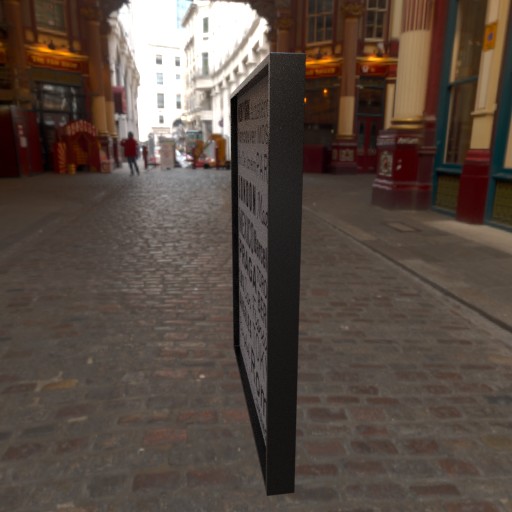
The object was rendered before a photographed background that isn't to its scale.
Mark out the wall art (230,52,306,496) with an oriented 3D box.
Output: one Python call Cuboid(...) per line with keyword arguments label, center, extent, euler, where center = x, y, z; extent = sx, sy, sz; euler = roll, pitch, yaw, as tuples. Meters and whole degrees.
Cuboid(label="wall art", center=(0.000, 0.000, 0.743), extent=(0.038, 0.551, 0.448), euler=(-2, 15, -8))
